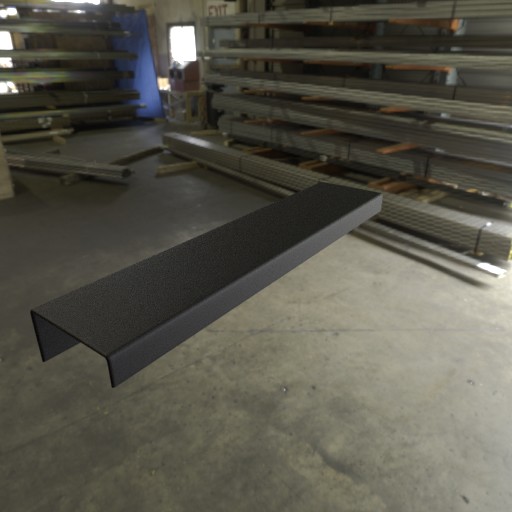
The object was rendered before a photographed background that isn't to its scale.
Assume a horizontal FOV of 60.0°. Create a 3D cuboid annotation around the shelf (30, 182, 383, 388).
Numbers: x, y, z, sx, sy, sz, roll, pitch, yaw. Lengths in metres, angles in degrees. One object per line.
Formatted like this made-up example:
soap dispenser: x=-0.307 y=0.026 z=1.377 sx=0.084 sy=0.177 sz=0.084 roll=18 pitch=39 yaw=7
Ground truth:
shelf: x=0.000 y=0.000 z=0.494 sx=0.102 sy=0.053 sz=0.456 roll=18 pitch=31 yaw=33
